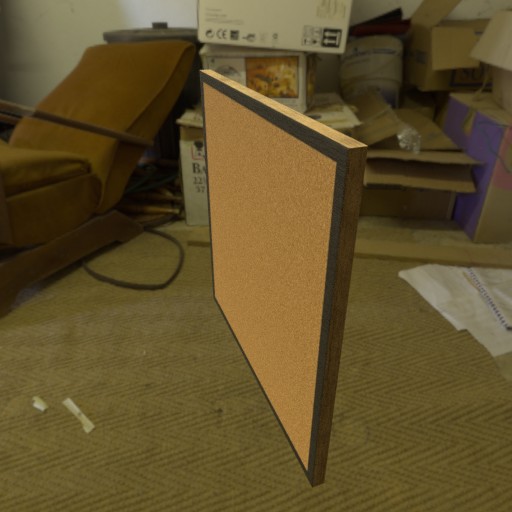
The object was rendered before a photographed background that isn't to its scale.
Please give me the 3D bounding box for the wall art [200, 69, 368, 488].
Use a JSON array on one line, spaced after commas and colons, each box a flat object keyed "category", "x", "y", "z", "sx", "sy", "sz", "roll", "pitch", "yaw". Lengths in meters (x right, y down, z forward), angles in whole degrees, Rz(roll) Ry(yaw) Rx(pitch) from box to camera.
[{"category": "wall art", "x": 0.000, "y": 0.000, "z": 0.996, "sx": 0.029, "sy": 0.691, "sz": 0.695, "roll": -11, "pitch": 32, "yaw": -18}]
